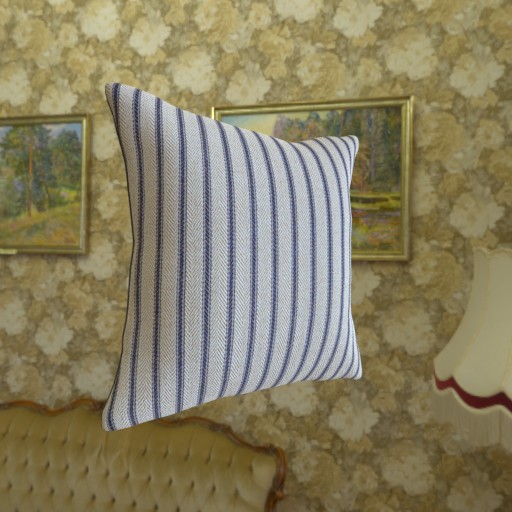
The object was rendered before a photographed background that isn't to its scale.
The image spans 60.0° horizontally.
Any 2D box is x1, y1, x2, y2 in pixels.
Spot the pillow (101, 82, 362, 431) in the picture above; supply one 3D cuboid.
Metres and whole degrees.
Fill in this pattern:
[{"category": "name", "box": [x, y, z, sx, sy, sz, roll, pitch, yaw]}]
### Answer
[{"category": "pillow", "box": [0.000, 0.000, 0.685, 0.468, 0.444, 0.138, 1, -1, -35]}]
